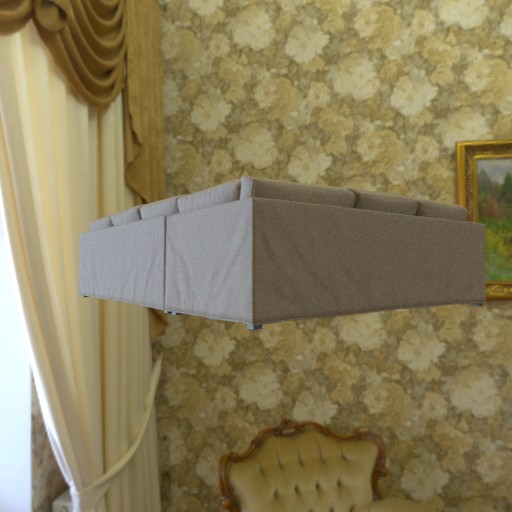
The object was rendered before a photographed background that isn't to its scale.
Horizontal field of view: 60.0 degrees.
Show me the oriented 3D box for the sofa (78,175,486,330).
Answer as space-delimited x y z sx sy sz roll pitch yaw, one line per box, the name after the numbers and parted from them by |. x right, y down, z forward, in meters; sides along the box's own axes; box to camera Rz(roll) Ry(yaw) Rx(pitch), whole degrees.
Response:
0.000 0.000 4.239 2.432 0.871 3.182 1 -2 -37 | sofa
